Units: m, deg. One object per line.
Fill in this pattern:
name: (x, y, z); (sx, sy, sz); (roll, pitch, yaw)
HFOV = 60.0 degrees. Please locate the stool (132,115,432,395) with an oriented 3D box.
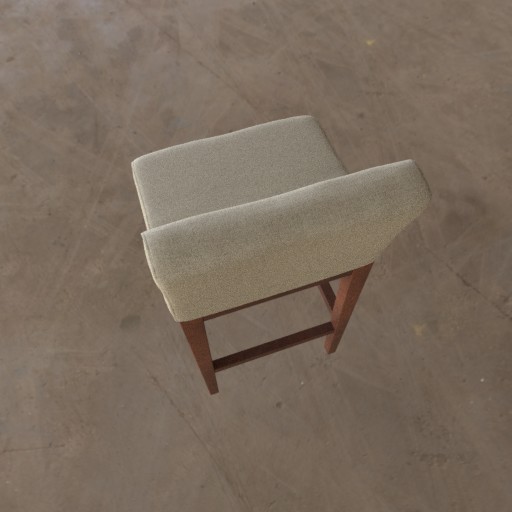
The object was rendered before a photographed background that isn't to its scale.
stool: (0.000, 0.000, 1.228); (0.511, 0.937, 0.500); (-17, 61, -10)
